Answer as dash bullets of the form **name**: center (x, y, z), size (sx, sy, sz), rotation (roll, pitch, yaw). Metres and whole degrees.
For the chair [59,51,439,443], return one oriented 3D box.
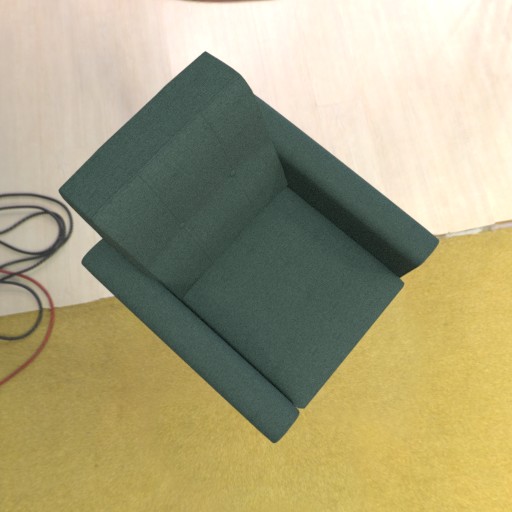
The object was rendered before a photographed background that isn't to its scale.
- **chair**: center (0.000, 0.000, 1.528), size (0.909, 0.841, 0.831), rotation (41, 79, 9)
